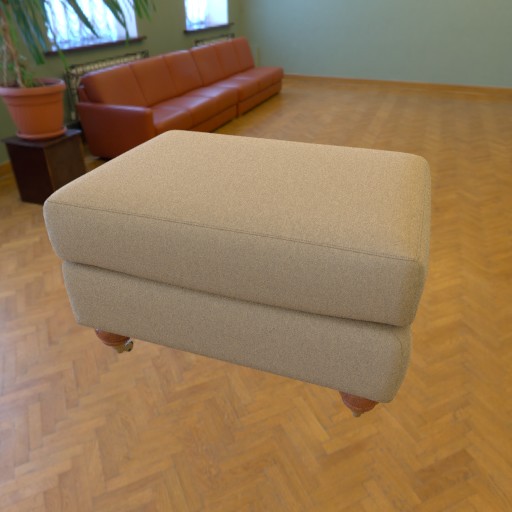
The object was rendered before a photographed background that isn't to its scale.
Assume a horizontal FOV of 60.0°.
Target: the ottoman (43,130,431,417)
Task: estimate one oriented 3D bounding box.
[{"bbox_3d":[0.000,0.000,1.117,0.773,0.497,0.574,10,32,16],"label":"ottoman"}]
